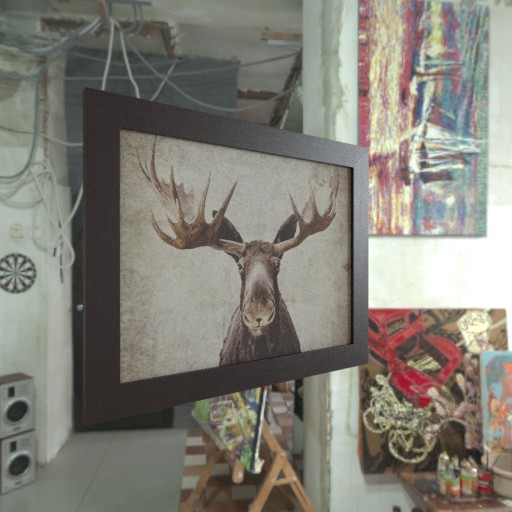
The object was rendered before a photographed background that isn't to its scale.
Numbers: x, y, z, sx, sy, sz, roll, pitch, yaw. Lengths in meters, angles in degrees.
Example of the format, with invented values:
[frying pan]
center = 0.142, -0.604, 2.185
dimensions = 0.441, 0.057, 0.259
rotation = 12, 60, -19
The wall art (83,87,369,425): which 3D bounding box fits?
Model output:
[wall art]
center = 0.000, 0.000, 1.614
dimensions = 1.207, 0.952, 0.034
rotation = 0, 0, -36
